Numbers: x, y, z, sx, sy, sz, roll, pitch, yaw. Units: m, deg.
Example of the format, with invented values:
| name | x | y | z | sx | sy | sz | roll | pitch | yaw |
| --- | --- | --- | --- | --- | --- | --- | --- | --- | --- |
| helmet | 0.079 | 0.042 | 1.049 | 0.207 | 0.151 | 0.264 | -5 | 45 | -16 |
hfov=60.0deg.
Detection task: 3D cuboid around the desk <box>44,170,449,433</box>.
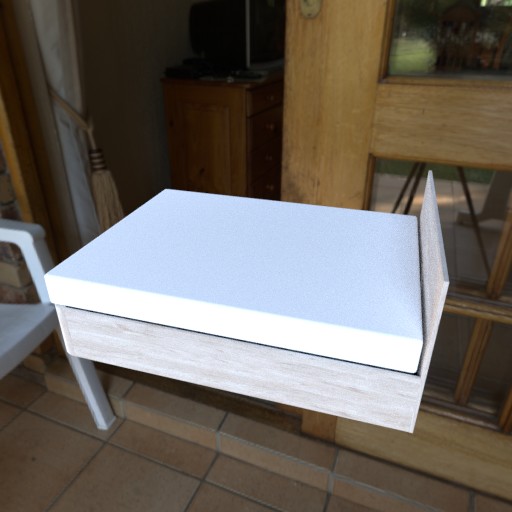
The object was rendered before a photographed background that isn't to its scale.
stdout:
| name | x | y | z | sx | sy | sz | roll | pitch | yaw |
| --- | --- | --- | --- | --- | --- | --- | --- | --- | --- |
| desk | 0.000 | 0.000 | 2.642 | 1.900 | 0.800 | 1.400 | 8 | 29 | 15 |
